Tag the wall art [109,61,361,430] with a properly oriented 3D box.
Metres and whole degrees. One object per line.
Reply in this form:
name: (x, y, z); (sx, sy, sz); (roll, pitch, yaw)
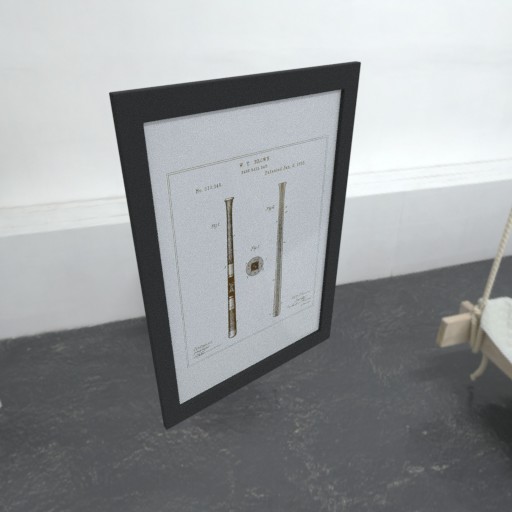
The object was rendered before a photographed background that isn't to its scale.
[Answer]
wall art: (0.000, 0.000, 0.689); (0.374, 0.529, 0.012); (-21, 37, -31)
